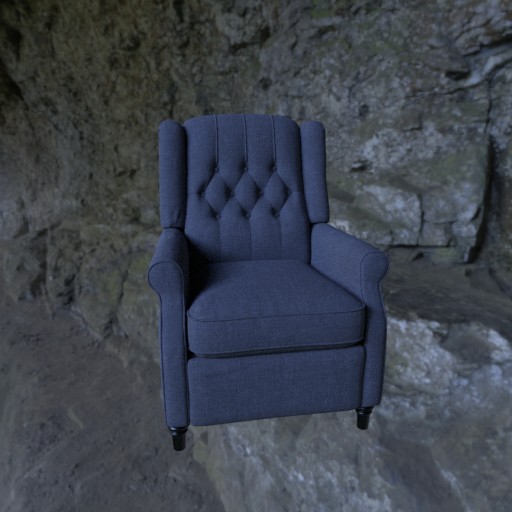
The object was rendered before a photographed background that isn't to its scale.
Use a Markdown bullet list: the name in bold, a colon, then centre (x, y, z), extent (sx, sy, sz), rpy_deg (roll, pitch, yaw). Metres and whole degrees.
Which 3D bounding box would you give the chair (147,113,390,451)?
- **chair**: centre (0.000, 0.000, 1.642), extent (0.742, 1.035, 0.898), rpy_deg (-3, 16, -9)
